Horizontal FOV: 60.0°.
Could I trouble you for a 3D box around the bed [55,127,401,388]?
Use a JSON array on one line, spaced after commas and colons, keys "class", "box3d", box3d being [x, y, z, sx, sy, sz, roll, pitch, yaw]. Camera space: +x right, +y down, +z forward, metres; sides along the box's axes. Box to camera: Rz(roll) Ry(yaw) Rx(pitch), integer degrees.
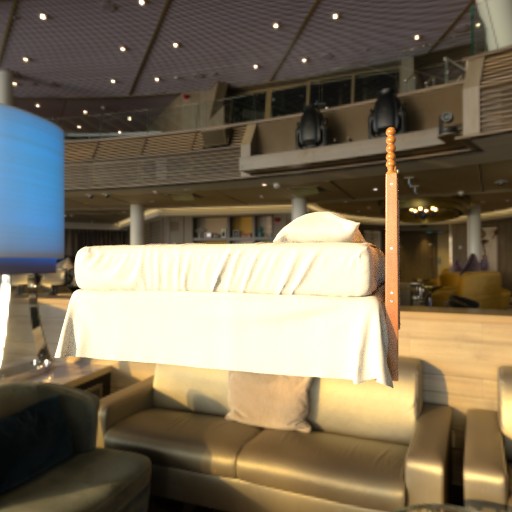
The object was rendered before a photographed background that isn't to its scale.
[{"class": "bed", "box3d": [0.000, 0.000, 3.588, 2.219, 1.355, 2.322, 0, -1, 18]}]
